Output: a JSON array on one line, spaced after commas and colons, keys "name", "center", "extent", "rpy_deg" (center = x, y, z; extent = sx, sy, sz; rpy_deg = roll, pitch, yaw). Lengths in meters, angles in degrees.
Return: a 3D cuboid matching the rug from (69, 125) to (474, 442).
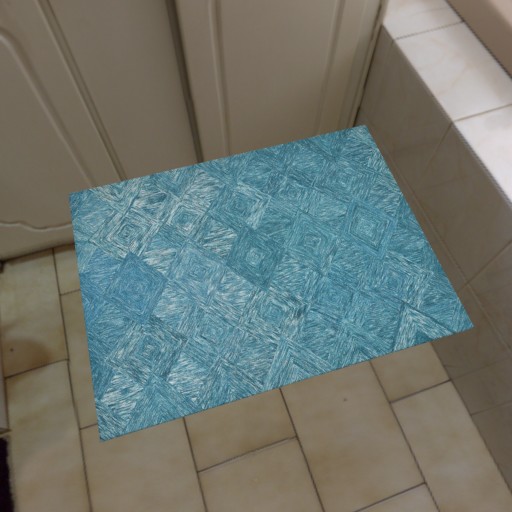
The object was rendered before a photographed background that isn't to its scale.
[{"name": "rug", "center": [0.000, 0.000, 4.144], "extent": [3.217, 0.027, 2.405], "rpy_deg": [-15, 64, -7]}]
